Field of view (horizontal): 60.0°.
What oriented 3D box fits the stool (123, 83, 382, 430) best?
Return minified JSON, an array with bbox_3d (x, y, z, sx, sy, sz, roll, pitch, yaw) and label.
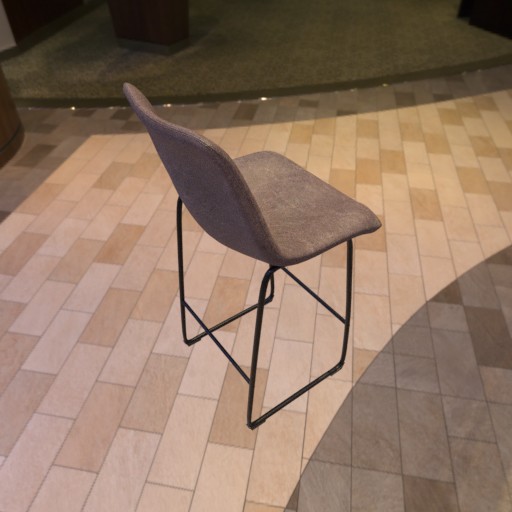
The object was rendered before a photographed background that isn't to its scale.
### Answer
[{"bbox_3d":[0.000,0.000,1.386,0.561,1.082,0.514,-26,47,-26],"label":"stool"}]
